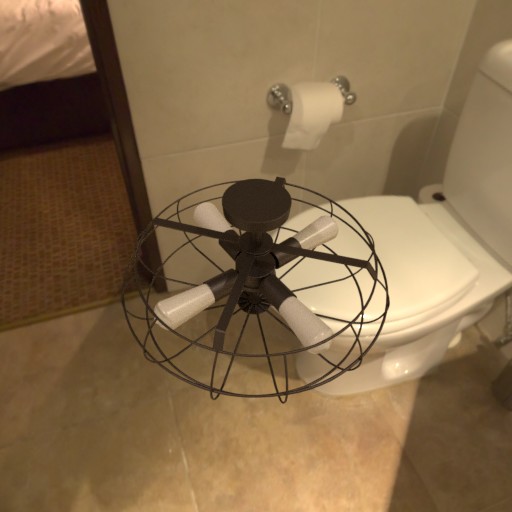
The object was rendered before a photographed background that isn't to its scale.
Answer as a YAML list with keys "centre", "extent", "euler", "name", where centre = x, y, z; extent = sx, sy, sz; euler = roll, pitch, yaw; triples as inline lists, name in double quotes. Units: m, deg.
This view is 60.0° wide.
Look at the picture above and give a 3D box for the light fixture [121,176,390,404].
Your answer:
- centre: [0.000, 0.000, 0.946]
  extent: [0.582, 0.311, 0.582]
  euler: [0, 45, 0]
  name: "light fixture"
